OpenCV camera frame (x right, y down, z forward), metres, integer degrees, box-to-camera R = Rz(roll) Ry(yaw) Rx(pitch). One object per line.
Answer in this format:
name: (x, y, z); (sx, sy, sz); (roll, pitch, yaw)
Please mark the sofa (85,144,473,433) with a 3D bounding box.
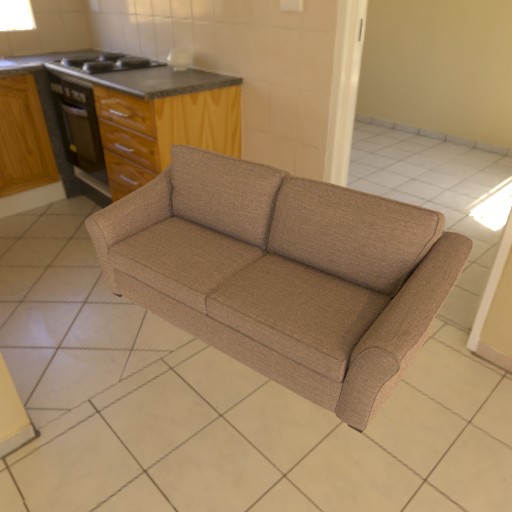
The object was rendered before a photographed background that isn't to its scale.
sofa: (0.000, 0.000, 2.799); (2.270, 0.965, 0.980); (21, 38, 31)
